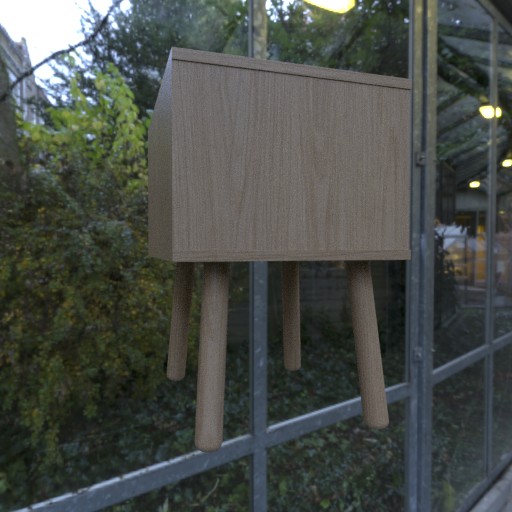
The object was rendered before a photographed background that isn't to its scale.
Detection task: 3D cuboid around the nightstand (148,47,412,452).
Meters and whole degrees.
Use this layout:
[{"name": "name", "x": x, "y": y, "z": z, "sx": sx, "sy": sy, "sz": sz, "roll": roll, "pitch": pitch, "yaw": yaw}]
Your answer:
[{"name": "nightstand", "x": 0.000, "y": 0.000, "z": 0.871, "sx": 0.380, "sy": 0.571, "sz": 0.450, "roll": 0, "pitch": 1, "yaw": -18}]
